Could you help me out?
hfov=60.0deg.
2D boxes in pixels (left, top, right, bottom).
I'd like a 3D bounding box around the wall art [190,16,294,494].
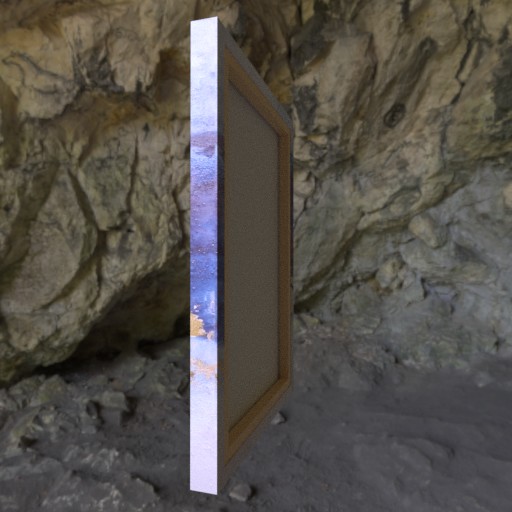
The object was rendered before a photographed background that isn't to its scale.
[{"bbox_3d":[0.000,0.000,0.752,0.036,0.581,0.437,0,0,17],"label":"wall art"}]
